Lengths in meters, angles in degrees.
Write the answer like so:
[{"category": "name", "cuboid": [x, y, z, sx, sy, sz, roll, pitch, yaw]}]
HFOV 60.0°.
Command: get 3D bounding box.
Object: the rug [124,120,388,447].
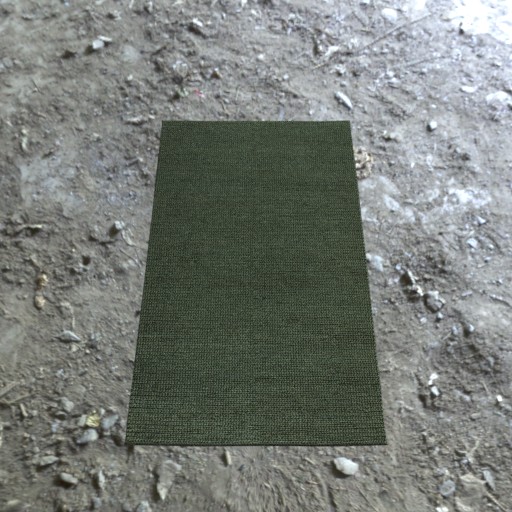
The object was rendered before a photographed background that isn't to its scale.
[{"category": "rug", "cuboid": [0.000, 0.000, 3.090, 1.538, 0.021, 2.443, 0, 65, 0]}]
